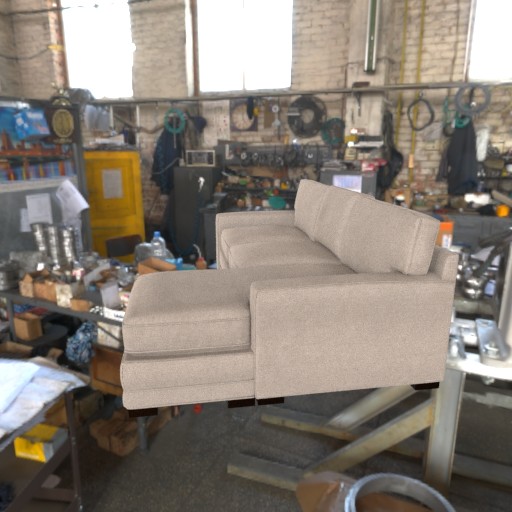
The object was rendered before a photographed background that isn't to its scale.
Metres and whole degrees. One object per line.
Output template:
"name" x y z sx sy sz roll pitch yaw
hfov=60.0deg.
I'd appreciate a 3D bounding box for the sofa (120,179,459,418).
"sofa" 0.000 0.000 2.900 1.496 0.861 2.087 -2 15 -9
